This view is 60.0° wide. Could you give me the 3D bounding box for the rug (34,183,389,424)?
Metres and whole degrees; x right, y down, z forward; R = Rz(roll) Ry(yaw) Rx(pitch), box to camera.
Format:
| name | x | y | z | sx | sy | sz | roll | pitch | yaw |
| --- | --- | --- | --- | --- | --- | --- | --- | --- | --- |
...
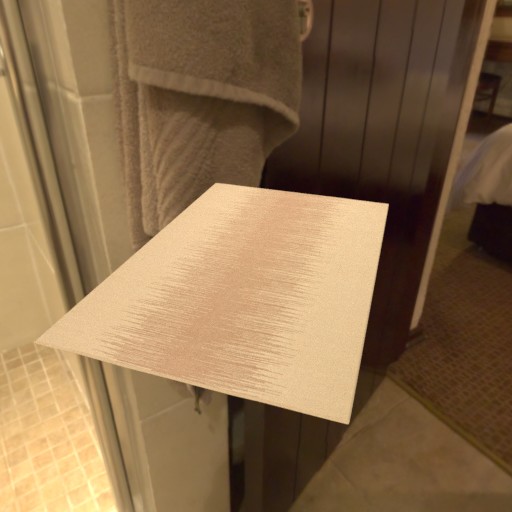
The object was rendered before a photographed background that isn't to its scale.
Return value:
| name | x | y | z | sx | sy | sz | roll | pitch | yaw |
| --- | --- | --- | --- | --- | --- | --- | --- | --- | --- |
| rug | 0.000 | 0.000 | 2.332 | 1.234 | 0.006 | 1.850 | 9 | 31 | 16 |
